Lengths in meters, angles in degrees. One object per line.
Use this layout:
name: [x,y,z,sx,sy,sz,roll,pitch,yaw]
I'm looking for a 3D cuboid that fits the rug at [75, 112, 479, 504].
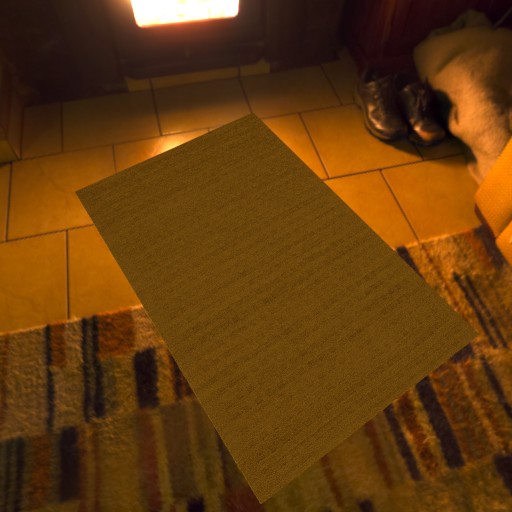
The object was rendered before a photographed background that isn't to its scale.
rug: [0.000,0.000,2.135,1.142,0.006,1.752,-30,62,-18]
